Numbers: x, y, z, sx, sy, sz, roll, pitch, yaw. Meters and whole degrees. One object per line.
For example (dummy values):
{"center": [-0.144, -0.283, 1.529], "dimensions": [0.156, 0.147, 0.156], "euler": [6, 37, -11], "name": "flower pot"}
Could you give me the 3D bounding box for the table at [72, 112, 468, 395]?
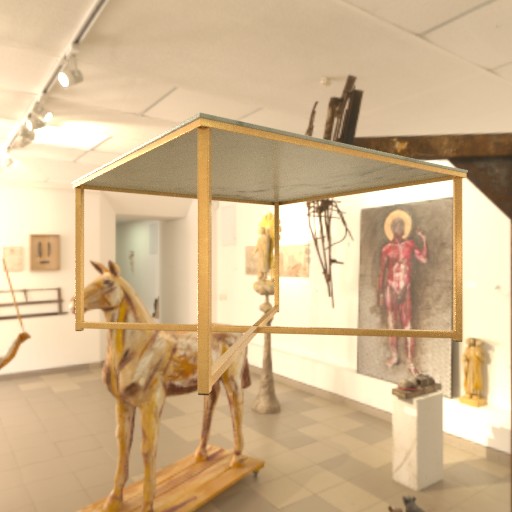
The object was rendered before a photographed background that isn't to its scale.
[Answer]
{"center": [0.000, 0.000, 1.255], "dimensions": [0.800, 0.450, 0.800], "euler": [0, 0, -36], "name": "table"}
